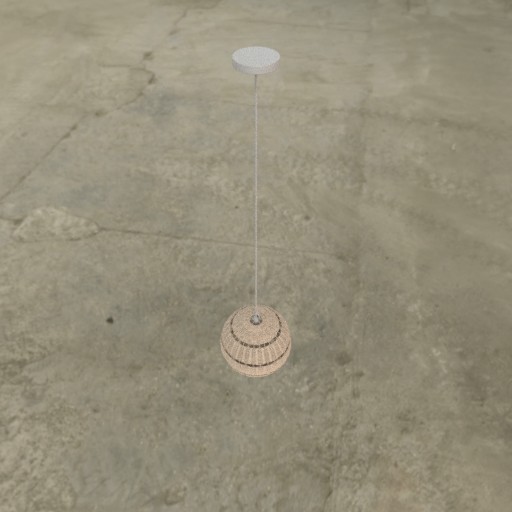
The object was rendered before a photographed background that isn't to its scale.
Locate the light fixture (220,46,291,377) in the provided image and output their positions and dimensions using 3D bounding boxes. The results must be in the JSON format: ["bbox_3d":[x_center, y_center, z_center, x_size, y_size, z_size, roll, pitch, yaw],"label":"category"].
[{"bbox_3d":[0.000,0.000,2.274,0.457,2.019,0.457,32,54,27],"label":"light fixture"}]
